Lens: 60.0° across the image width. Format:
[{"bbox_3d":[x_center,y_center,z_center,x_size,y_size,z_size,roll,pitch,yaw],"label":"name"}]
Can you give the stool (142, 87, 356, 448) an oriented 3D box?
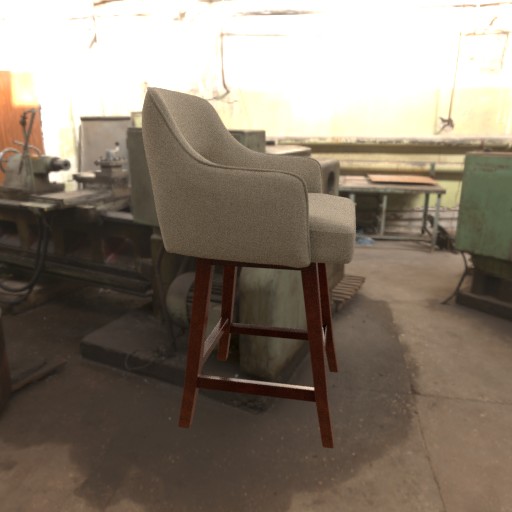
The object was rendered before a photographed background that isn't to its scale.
[{"bbox_3d":[0.000,0.000,1.311,0.560,0.936,0.550,3,16,11],"label":"stool"}]
